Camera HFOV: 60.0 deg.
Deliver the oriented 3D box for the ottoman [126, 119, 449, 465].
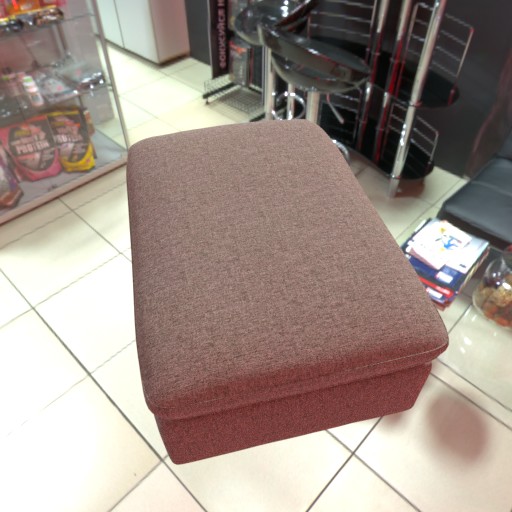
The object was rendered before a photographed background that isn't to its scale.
[{"bbox_3d":[0.000,0.000,1.315,0.694,0.451,0.977,-10,47,-9],"label":"ottoman"}]
